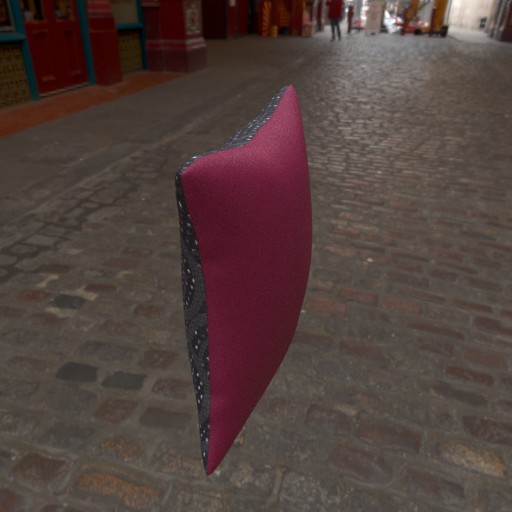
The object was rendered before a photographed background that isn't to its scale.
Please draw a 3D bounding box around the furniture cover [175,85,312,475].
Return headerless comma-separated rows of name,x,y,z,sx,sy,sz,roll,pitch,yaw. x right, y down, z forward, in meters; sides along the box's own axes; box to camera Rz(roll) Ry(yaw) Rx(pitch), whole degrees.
furniture cover,0.000,0.000,0.807,0.193,0.509,0.552,8,31,14
